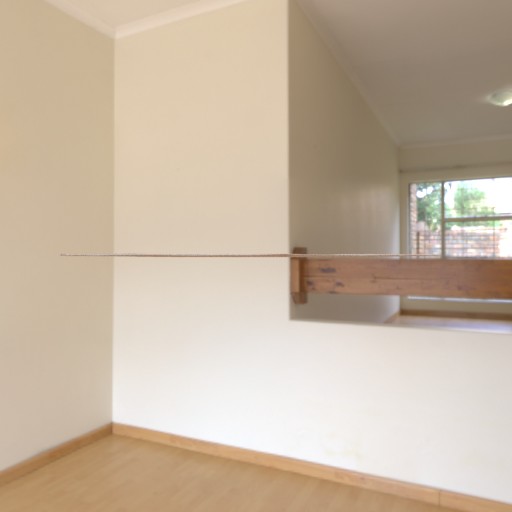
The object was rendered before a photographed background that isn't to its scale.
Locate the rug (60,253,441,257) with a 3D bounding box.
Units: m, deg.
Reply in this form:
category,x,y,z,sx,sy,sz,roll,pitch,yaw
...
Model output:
category,x,y,z,sx,sy,sz,roll,pitch,yaw
rug,0.000,0.000,2.979,1.522,0.012,2.440,0,0,1
